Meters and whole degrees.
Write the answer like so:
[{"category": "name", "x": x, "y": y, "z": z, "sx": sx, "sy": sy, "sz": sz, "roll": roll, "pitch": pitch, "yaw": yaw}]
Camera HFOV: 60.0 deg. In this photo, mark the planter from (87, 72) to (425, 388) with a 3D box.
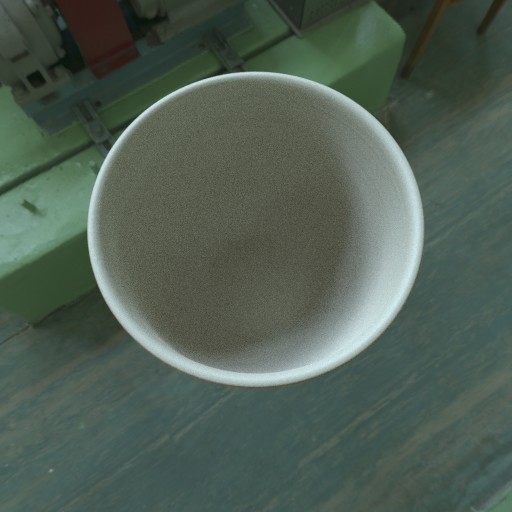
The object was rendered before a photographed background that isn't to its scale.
[{"category": "planter", "x": 0.000, "y": 0.000, "z": 0.363, "sx": 0.208, "sy": 0.190, "sz": 0.208, "roll": 0, "pitch": 73, "yaw": 0}]
